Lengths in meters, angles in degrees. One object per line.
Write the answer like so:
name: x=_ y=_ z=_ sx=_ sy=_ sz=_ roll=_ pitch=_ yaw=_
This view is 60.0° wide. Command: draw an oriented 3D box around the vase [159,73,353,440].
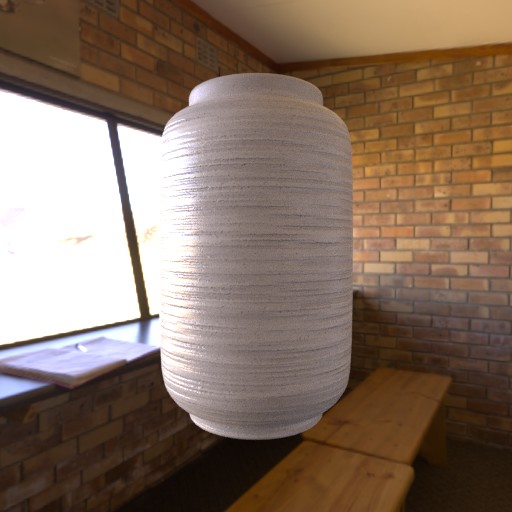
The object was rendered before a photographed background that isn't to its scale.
vase: x=0.000 y=0.000 z=0.472 sx=0.202 sy=0.335 sz=0.202 roll=0 pitch=2 yaw=0
